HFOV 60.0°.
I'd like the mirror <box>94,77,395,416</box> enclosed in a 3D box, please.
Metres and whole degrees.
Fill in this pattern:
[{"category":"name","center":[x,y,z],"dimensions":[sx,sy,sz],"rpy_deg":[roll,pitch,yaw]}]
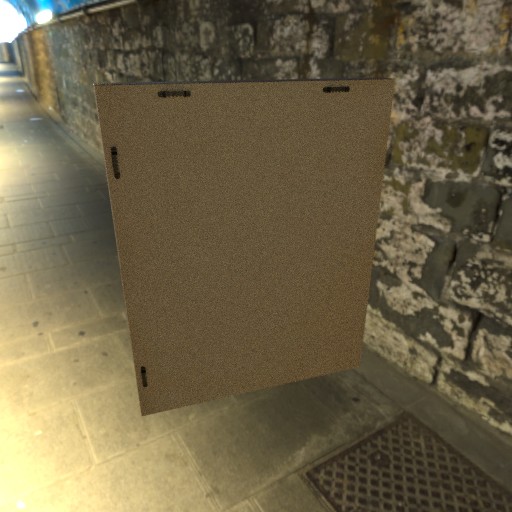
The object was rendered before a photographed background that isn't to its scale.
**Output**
[{"category":"mirror","center":[0.000,0.000,0.690],"dimensions":[0.405,0.508,0.041],"rpy_deg":[-8,26,-16]}]
